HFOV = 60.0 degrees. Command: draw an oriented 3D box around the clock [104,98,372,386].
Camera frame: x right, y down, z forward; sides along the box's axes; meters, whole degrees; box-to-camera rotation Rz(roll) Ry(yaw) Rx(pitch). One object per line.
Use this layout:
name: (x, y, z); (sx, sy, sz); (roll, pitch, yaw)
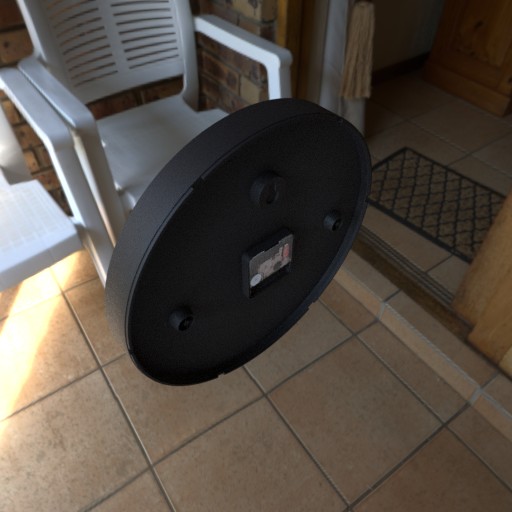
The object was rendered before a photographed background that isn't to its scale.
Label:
clock: (0.000, 0.000, 0.425); (0.293, 0.293, 0.040); (-32, 54, -27)
